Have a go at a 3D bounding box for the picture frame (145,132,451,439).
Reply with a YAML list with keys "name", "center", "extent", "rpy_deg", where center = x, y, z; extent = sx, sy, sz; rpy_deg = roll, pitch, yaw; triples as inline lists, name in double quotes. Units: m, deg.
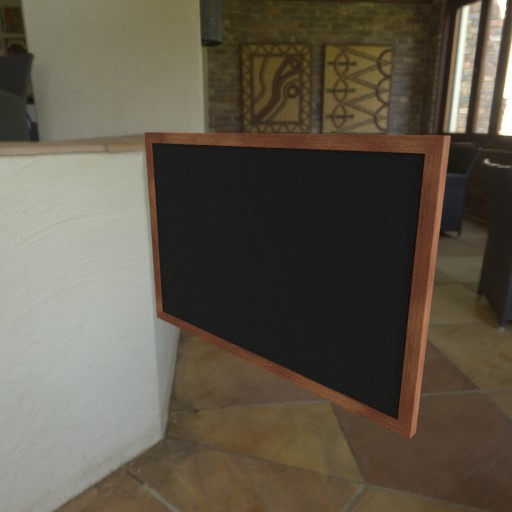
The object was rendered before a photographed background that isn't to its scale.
- name: "picture frame"
  center: [0.000, 0.000, 1.202]
  extent: [0.950, 0.640, 0.029]
  rpy_deg: [15, 22, 41]
